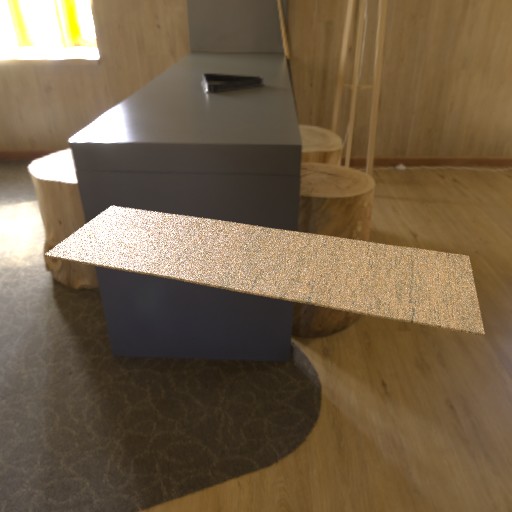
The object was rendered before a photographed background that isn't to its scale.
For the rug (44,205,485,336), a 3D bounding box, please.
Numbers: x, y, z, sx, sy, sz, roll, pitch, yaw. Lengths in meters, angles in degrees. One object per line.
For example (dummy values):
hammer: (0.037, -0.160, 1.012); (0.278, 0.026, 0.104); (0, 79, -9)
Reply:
rug: (0.000, 0.000, 2.491); (2.290, 0.014, 0.700); (9, 33, 14)
